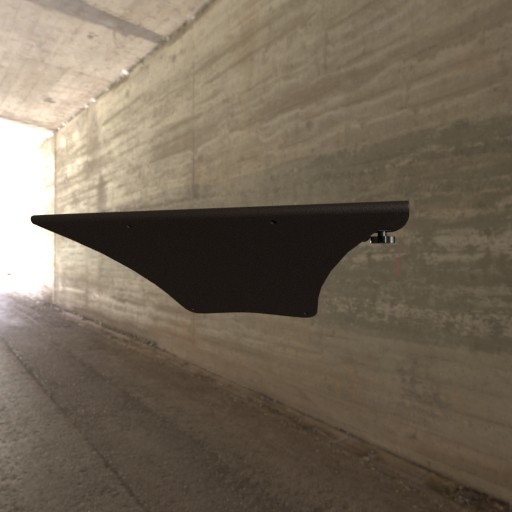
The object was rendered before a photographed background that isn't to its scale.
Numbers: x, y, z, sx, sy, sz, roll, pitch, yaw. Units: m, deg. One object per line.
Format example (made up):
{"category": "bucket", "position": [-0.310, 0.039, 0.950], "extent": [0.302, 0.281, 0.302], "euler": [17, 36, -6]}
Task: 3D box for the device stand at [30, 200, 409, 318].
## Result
{"category": "device stand", "position": [0.000, 0.000, 0.356], "extent": [0.230, 0.092, 0.230], "euler": [0, -1, 18]}
